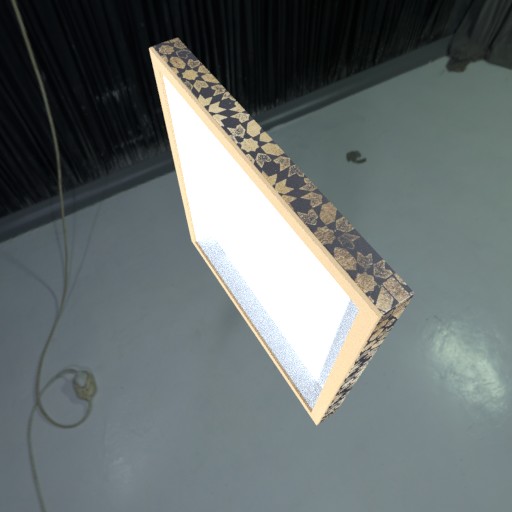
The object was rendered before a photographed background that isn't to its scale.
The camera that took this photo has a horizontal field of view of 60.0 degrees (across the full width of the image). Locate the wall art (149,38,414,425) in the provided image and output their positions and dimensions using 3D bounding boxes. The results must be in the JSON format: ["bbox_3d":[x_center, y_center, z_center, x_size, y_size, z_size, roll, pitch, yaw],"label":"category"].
[{"bbox_3d":[0.000,0.000,0.604,0.038,0.405,0.405,-29,62,-17],"label":"wall art"}]
